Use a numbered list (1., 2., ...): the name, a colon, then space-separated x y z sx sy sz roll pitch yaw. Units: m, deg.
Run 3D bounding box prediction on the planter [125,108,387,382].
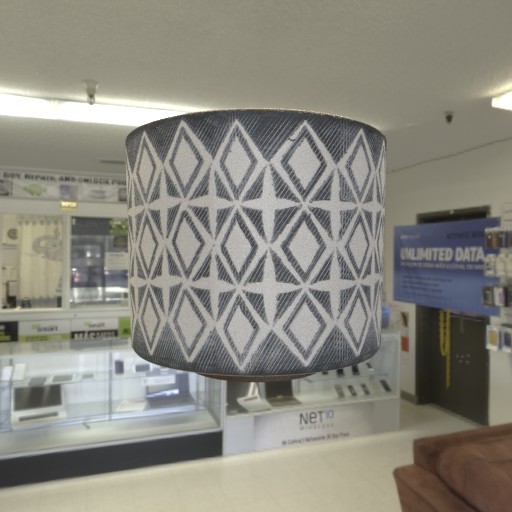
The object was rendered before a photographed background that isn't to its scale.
1. planter: 0.000 0.000 0.340 0.192 0.165 0.192 0 0 0
